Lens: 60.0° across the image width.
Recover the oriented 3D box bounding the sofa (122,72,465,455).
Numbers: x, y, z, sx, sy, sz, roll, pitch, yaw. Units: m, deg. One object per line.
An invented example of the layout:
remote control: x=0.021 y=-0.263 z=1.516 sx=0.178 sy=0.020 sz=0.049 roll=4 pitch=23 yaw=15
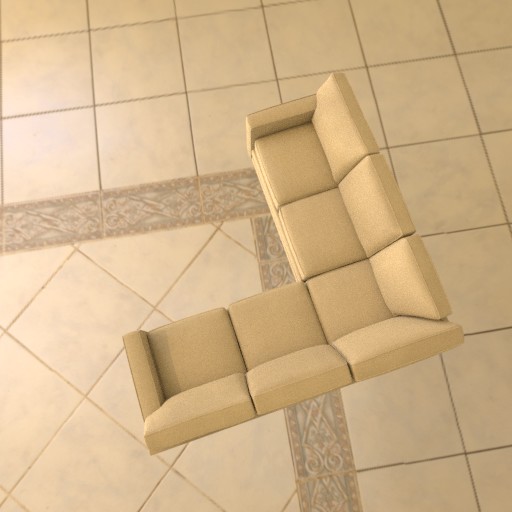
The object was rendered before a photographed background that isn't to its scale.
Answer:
sofa: x=0.000 y=0.000 z=3.387 sx=2.189 sy=0.939 sz=2.182 roll=-18 pitch=77 yaw=-4
